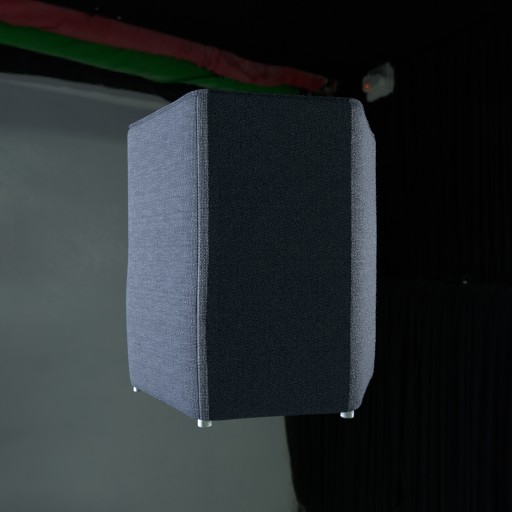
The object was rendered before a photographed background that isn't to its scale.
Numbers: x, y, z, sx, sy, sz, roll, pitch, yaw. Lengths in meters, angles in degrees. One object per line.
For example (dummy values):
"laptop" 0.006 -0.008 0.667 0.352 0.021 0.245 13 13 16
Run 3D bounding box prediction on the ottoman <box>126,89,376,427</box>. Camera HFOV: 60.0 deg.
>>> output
"ottoman" 0.000 0.000 0.873 0.454 0.505 0.492 0 0 -36
